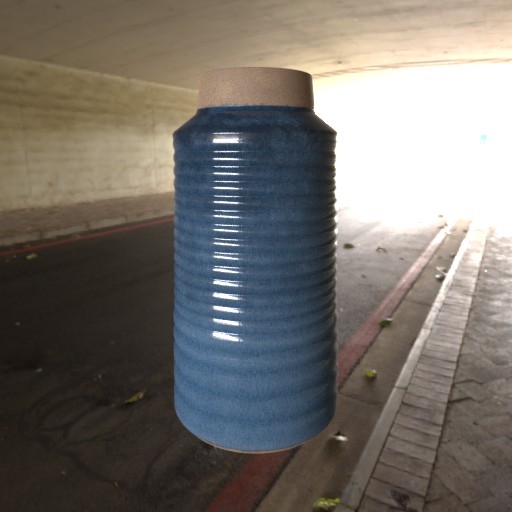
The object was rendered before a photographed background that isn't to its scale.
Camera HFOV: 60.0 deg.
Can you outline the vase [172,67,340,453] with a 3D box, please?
[{"bbox_3d":[0.000,0.000,0.417,0.163,0.316,0.163,0,13,0],"label":"vase"}]
